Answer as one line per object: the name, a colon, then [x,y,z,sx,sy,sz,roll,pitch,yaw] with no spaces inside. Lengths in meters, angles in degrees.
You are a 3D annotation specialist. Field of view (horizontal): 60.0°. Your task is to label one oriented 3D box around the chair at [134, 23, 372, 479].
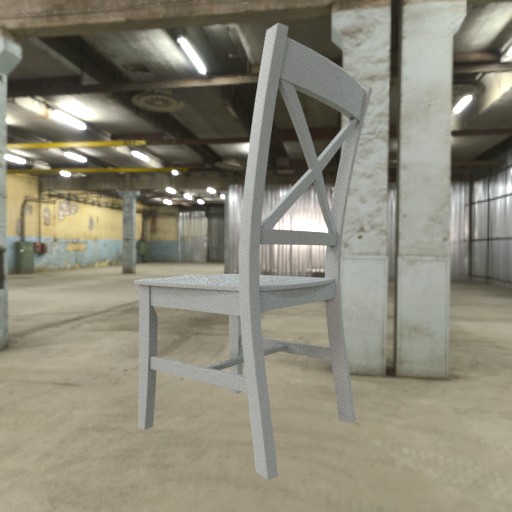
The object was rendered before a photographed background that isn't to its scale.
chair: [0.000,0.000,1.274,0.542,0.983,0.485,0,1,38]
